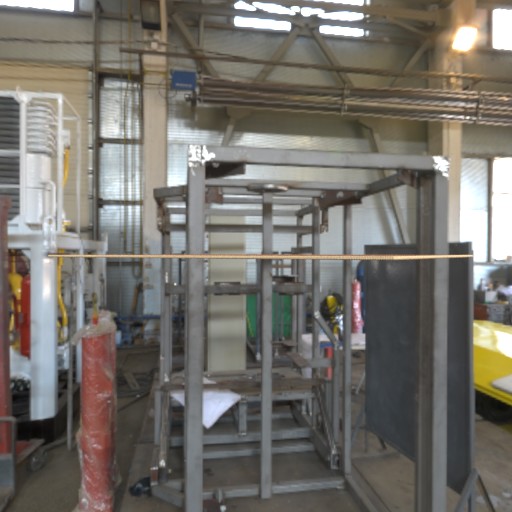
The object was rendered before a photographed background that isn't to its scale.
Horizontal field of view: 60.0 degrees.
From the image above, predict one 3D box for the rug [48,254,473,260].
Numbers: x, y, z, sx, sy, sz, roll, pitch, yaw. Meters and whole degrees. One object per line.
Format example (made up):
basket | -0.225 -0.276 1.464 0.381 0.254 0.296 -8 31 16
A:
rug | 0.000 0.000 2.851 2.290 0.014 1.526 0 0 36
